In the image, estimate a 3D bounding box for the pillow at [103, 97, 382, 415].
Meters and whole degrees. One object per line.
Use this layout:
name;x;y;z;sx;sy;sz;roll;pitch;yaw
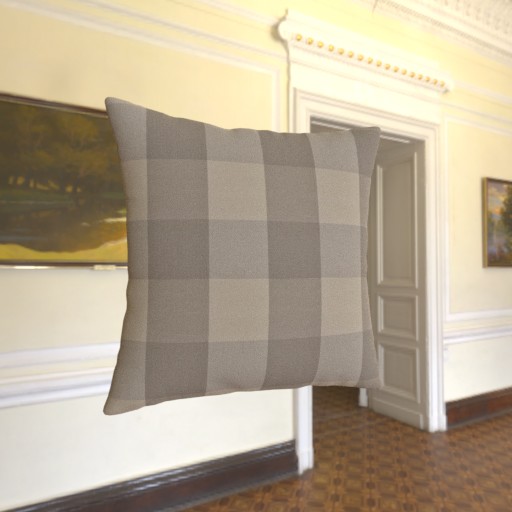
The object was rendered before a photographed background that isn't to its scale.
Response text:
pillow;0.000;0.000;0.784;0.511;0.509;0.161;0;-1;-18
